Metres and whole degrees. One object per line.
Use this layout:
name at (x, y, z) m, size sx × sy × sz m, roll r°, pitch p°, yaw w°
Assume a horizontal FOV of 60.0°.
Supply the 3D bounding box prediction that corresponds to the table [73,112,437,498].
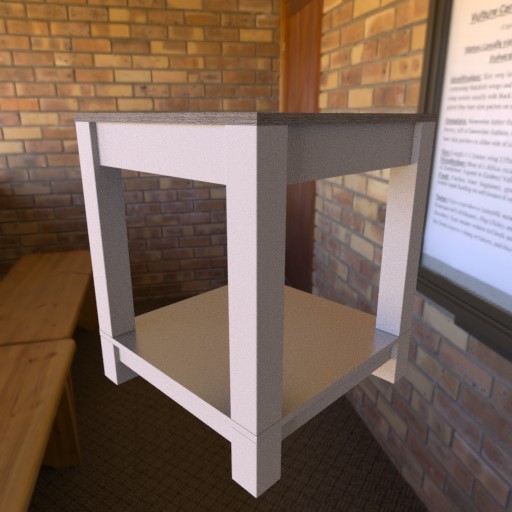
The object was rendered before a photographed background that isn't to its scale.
table at (0.000, 0.000, 0.959) m, size 0.504 × 0.587 × 0.506 m, roll 17°, pitch 24°, yaw 42°
